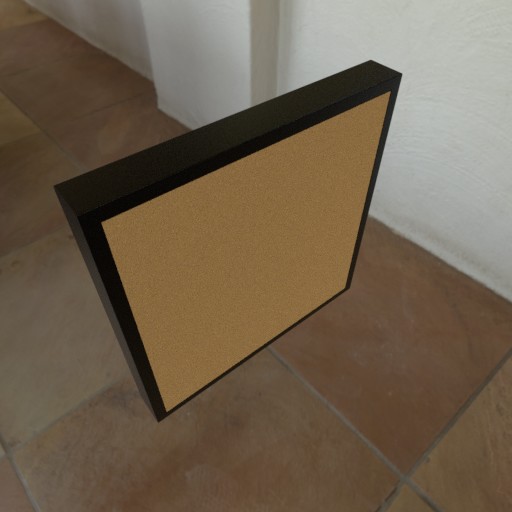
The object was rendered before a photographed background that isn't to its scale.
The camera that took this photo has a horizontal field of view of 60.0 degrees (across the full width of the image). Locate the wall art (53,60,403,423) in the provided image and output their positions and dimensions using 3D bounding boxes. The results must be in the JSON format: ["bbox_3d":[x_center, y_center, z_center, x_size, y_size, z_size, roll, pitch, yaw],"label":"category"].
[{"bbox_3d":[0.000,0.000,0.443,0.299,0.299,0.037,-30,54,-25],"label":"wall art"}]
